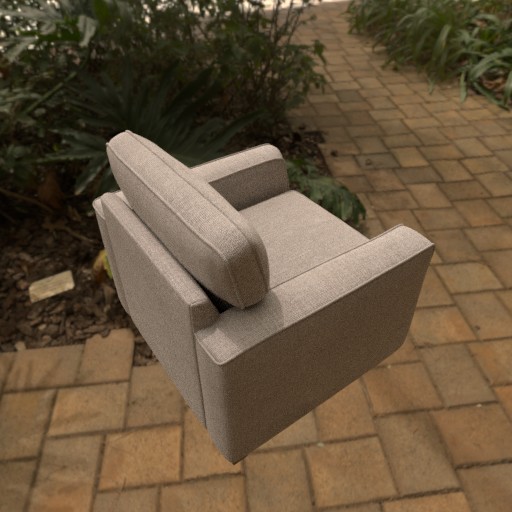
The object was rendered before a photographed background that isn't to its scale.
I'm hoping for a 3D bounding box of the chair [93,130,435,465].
[{"bbox_3d":[0.000,0.000,1.790,0.939,0.965,1.015,-25,46,-27],"label":"chair"}]
